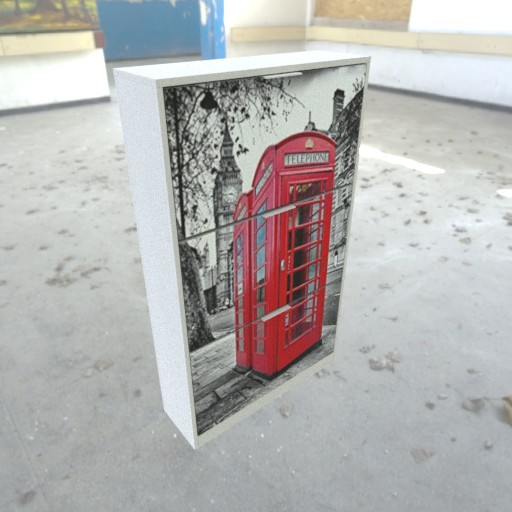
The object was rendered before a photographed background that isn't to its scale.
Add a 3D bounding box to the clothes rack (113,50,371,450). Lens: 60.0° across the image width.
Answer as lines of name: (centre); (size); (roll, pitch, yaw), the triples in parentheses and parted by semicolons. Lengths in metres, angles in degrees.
clothes rack: (0.000, 0.000, 1.586); (0.750, 1.280, 0.250); (-22, 37, -33)
